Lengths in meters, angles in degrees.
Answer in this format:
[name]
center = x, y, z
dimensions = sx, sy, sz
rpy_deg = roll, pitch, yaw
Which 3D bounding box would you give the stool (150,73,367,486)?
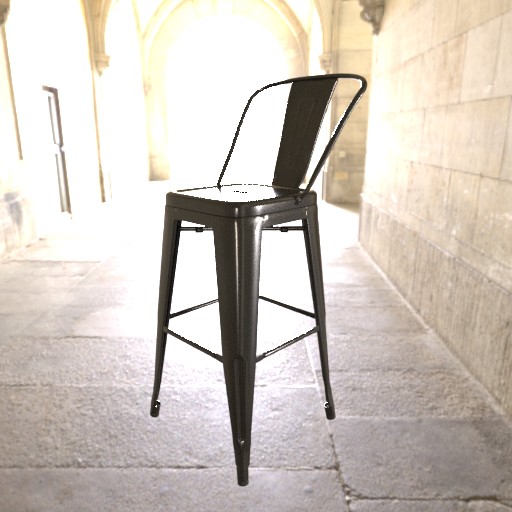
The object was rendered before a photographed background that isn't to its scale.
[stool]
center = 0.000, 0.000, 1.289
dimensions = 0.432, 1.022, 0.528
rpy_deg = 15, 22, 43
